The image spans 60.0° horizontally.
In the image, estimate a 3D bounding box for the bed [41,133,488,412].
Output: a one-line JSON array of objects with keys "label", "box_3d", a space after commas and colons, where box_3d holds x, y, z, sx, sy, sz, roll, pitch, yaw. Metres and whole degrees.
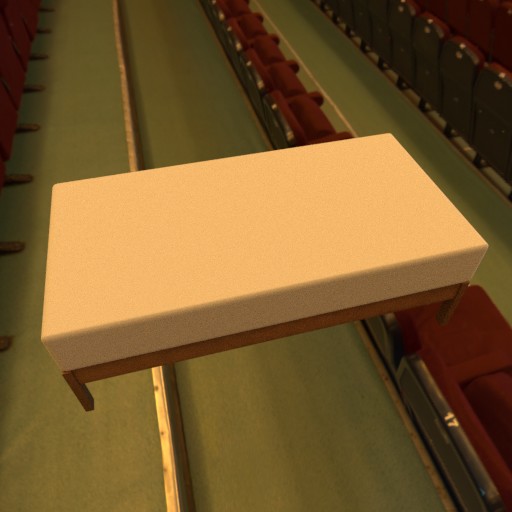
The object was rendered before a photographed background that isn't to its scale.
[{"label": "bed", "box_3d": [0.000, 0.000, 2.327, 1.902, 0.616, 0.961, -11, 48, -10]}]
